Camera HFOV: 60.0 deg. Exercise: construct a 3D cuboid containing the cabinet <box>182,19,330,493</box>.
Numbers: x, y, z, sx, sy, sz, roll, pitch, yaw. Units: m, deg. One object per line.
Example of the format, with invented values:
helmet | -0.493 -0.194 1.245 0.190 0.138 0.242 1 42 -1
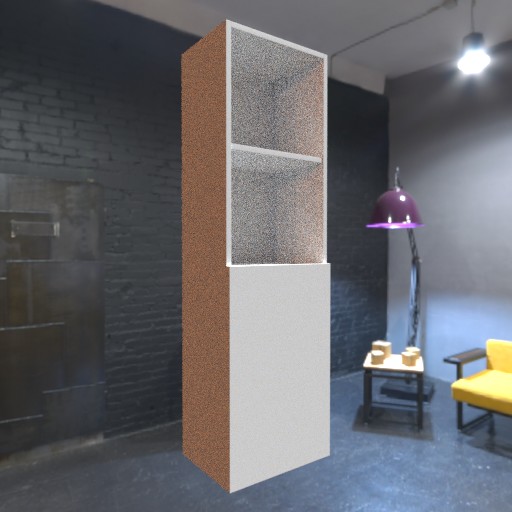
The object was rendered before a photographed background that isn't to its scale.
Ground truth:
cabinet | 0.000 0.000 1.493 0.400 1.350 0.300 -1 1 -36
